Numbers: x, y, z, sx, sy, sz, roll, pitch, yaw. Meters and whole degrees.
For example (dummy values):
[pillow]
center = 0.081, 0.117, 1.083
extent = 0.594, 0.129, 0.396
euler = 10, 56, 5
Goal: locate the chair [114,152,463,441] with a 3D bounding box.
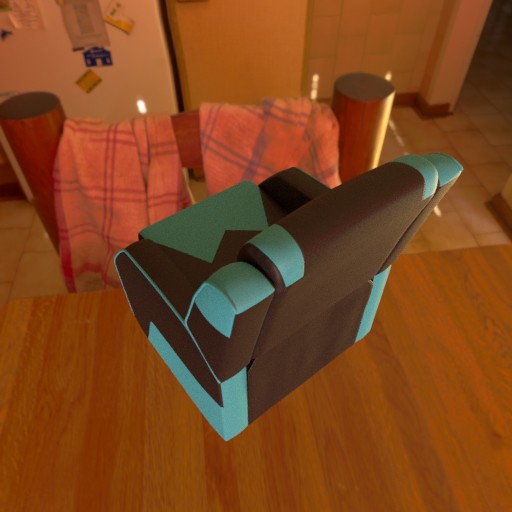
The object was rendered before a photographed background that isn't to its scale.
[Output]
[chair]
center = 0.000, 0.000, 1.251
extent = 0.620, 0.805, 0.672
euler = -30, 54, -25
